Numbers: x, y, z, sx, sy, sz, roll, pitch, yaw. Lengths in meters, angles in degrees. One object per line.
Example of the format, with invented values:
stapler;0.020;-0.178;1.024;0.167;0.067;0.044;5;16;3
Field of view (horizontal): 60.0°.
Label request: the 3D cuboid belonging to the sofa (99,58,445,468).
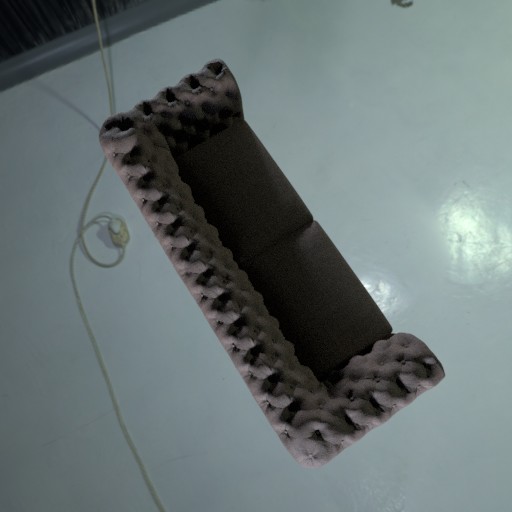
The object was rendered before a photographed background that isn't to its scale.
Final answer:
sofa;0.000;0.000;2.842;0.944;0.787;2.385;-32;79;-7
